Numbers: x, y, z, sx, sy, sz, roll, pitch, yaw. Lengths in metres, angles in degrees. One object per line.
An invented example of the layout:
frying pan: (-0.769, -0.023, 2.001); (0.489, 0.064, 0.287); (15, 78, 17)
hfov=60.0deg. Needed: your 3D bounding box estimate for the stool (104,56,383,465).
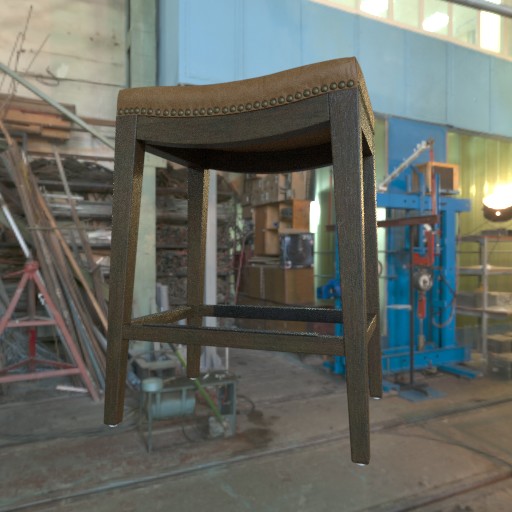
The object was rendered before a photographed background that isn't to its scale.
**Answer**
stool: (0.000, 0.000, 0.943); (0.500, 0.660, 0.361); (0, 1, 19)
